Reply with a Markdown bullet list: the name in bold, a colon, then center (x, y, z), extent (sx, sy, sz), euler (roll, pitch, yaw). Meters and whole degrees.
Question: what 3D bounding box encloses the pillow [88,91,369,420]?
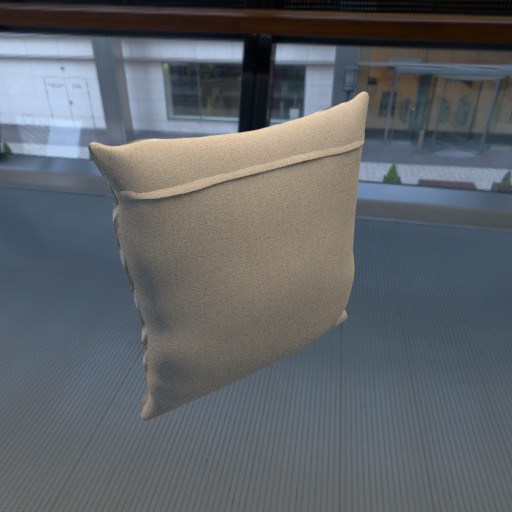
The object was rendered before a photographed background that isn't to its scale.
- **pillow**: center (0.000, 0.000, 0.684), extent (0.440, 0.441, 0.182), euler (-20, 36, -30)
